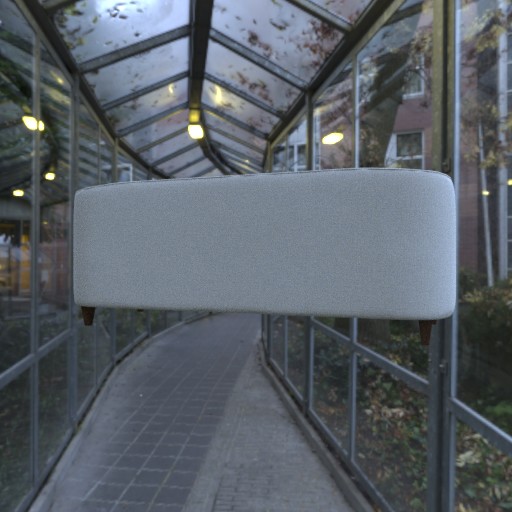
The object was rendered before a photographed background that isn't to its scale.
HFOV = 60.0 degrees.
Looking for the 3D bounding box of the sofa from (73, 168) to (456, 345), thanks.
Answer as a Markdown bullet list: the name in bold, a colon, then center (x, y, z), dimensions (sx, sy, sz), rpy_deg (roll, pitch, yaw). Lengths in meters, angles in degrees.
- **sofa**: center (0.000, 0.000, 2.768), dimensions (2.278, 0.855, 0.941), rpy_deg (0, 0, 18)
